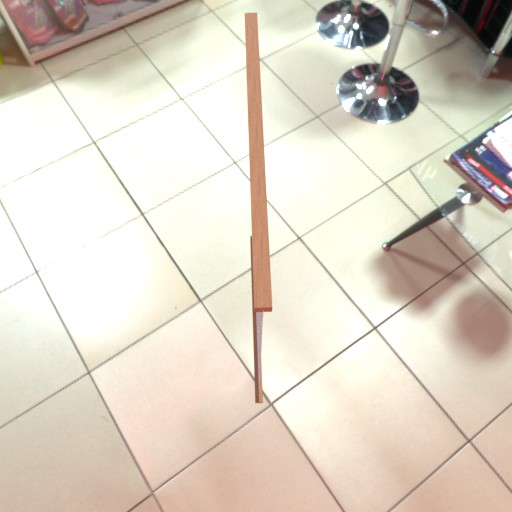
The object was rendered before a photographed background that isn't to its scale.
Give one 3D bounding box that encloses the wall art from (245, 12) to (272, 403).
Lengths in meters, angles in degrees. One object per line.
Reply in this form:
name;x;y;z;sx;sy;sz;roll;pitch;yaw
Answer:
wall art;0.000;0.000;1.876;0.040;1.510;0.991;-2;64;-1
